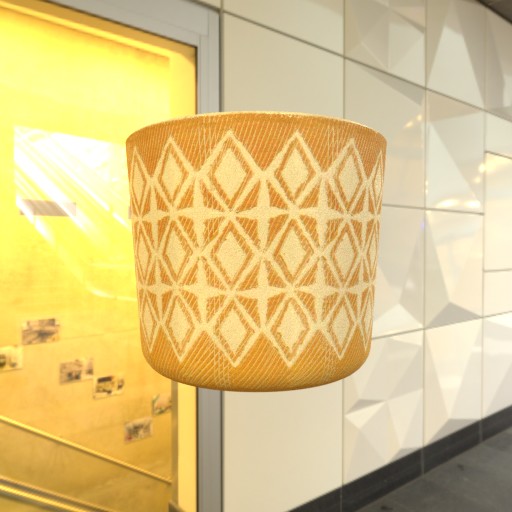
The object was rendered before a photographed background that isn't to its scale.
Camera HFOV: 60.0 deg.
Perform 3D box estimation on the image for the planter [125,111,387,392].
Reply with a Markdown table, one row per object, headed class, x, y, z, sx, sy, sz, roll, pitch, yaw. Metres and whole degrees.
| class | x | y | z | sx | sy | sz | roll | pitch | yaw |
| --- | --- | --- | --- | --- | --- | --- | --- | --- | --- |
| planter | 0.000 | 0.000 | 0.342 | 0.193 | 0.165 | 0.193 | 0 | 1 | 0 |
